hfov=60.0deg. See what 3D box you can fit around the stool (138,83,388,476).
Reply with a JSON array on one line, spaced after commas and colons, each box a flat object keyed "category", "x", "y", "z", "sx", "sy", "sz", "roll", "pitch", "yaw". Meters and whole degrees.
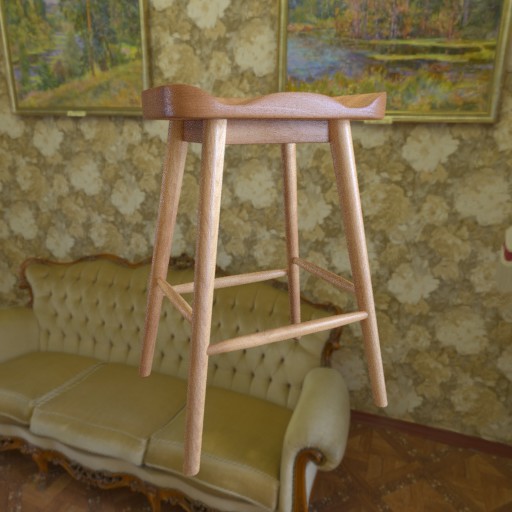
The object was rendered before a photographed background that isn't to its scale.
[{"category": "stool", "x": 0.000, "y": 0.000, "z": 0.889, "sx": 0.440, "sy": 0.615, "sz": 0.361, "roll": -8, "pitch": 18, "yaw": -26}]
